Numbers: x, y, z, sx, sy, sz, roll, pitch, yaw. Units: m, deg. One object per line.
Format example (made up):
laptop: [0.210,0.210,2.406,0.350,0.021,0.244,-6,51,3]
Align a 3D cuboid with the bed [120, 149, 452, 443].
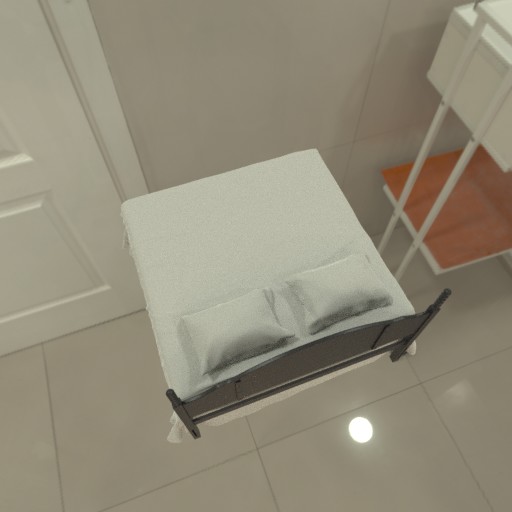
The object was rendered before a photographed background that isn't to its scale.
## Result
bed: [0.000,0.000,3.799,2.322,1.355,2.219,-18,60,-11]
